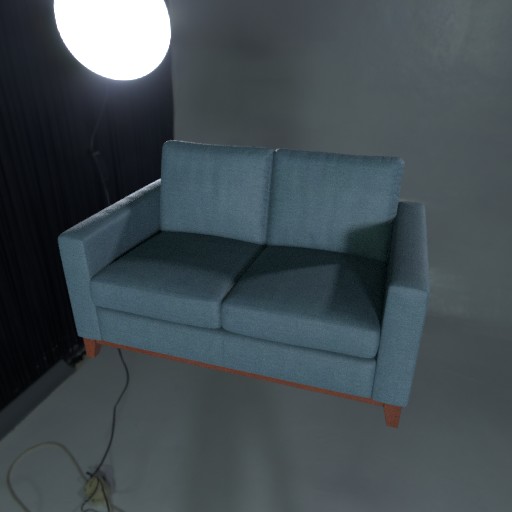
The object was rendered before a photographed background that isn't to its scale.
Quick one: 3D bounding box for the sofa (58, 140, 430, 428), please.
[{"bbox_3d":[0.000,0.000,2.113,1.489,0.903,0.955,8,27,16],"label":"sofa"}]
